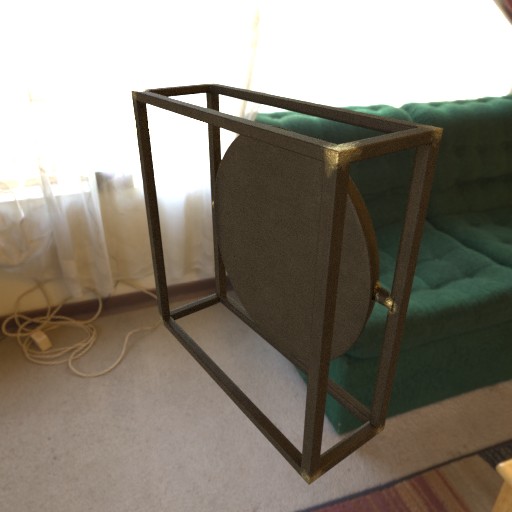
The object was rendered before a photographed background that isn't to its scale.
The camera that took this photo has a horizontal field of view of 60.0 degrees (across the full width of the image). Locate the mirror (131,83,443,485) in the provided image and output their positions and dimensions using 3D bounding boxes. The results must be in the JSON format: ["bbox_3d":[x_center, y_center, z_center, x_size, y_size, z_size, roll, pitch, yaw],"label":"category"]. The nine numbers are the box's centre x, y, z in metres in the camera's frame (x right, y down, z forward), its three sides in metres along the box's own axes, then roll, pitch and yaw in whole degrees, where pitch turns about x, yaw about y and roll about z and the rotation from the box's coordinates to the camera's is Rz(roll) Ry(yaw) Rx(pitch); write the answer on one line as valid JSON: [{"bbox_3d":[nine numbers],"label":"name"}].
[{"bbox_3d":[0.000,0.000,0.464,0.107,0.303,0.306,-19,34,-31],"label":"mirror"}]
